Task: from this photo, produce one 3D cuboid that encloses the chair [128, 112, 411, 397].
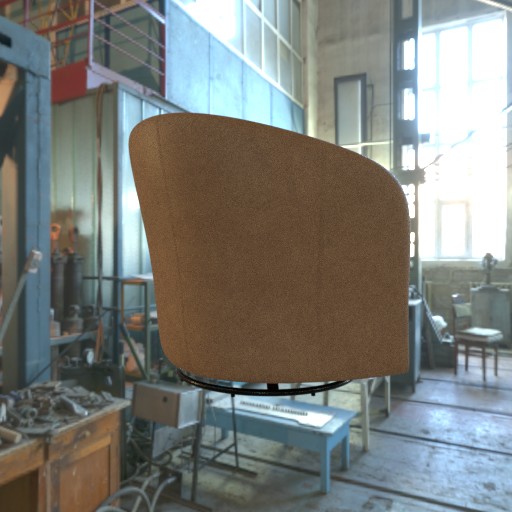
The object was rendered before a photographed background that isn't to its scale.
[{"bbox_3d":[0.000,0.000,1.474,0.815,0.771,0.791,0,0,-17],"label":"chair"}]
